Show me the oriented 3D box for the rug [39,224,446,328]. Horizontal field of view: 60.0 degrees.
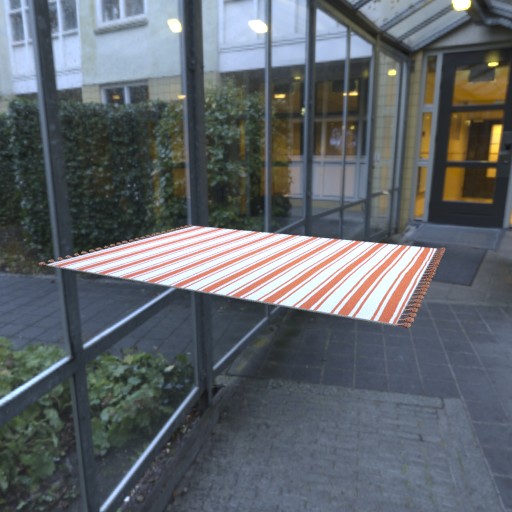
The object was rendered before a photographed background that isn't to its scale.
[{"bbox_3d":[0.000,0.000,4.482,3.369,0.035,2.451,7,15,26],"label":"rug"}]
